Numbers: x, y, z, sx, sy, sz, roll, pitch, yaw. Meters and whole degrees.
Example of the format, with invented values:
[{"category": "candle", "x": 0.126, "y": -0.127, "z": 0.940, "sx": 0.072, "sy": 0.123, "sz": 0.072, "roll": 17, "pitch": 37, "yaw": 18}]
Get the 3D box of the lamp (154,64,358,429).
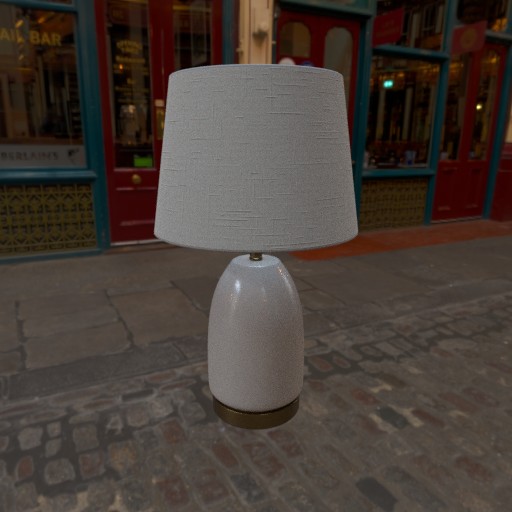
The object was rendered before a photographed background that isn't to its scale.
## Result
[{"category": "lamp", "x": 0.000, "y": 0.000, "z": 0.645, "sx": 0.285, "sy": 0.483, "sz": 0.285, "roll": 0, "pitch": 14, "yaw": 0}]
